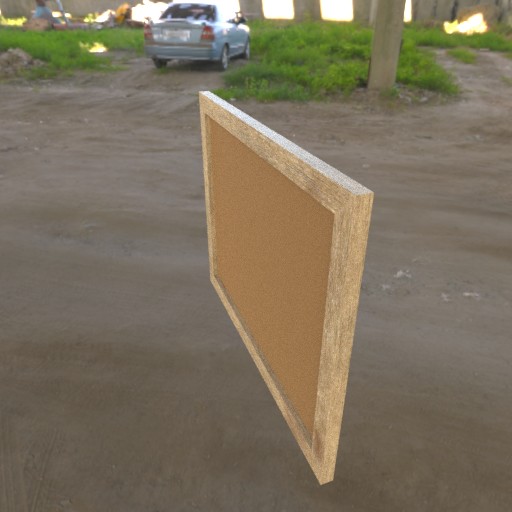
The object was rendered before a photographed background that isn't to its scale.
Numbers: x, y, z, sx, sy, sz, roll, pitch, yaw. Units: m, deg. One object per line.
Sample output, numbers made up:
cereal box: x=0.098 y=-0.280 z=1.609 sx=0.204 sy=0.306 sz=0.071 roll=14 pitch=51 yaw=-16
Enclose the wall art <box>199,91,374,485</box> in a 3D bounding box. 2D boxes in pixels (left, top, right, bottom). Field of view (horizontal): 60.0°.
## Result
wall art: x=0.000 y=0.000 z=0.913 sx=0.026 sy=0.535 sz=0.690 roll=-11 pitch=32 yaw=-18
